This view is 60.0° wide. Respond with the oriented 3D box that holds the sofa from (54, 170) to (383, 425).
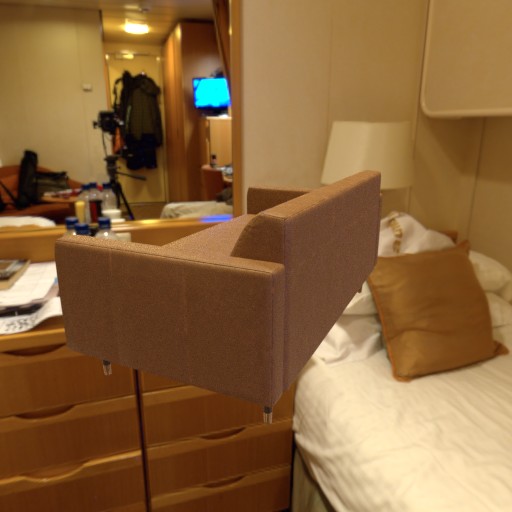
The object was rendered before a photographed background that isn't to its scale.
[{"bbox_3d":[0.000,0.000,2.407,0.993,0.821,1.847,8,18,24],"label":"sofa"}]
